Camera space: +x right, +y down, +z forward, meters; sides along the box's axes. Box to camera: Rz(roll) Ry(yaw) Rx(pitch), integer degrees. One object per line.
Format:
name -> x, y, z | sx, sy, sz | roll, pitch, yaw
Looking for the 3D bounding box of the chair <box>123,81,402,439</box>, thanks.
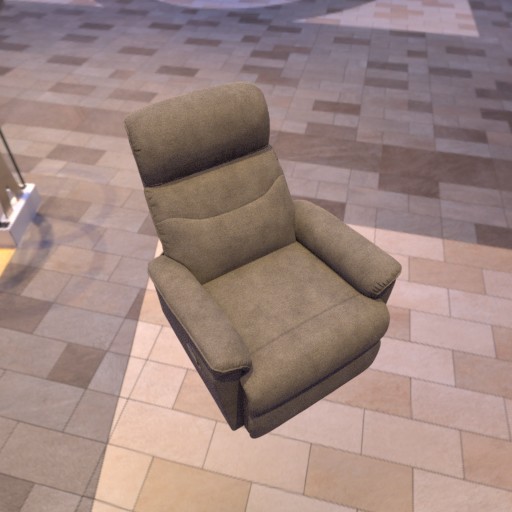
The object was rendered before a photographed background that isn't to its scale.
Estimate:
chair -> 0.000, 0.000, 1.803 | 0.830, 1.036, 1.009 | -25, 50, -22
